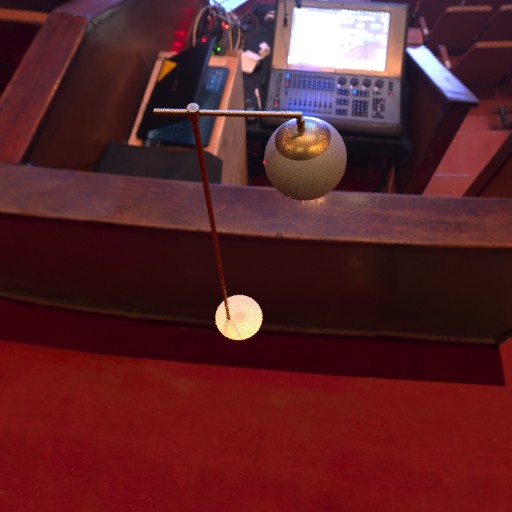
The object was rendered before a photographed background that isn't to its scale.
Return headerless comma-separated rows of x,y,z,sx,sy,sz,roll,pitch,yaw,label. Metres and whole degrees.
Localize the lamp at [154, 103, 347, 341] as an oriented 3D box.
0.000,0.000,1.691,0.476,1.505,0.249,2,63,1,lamp
